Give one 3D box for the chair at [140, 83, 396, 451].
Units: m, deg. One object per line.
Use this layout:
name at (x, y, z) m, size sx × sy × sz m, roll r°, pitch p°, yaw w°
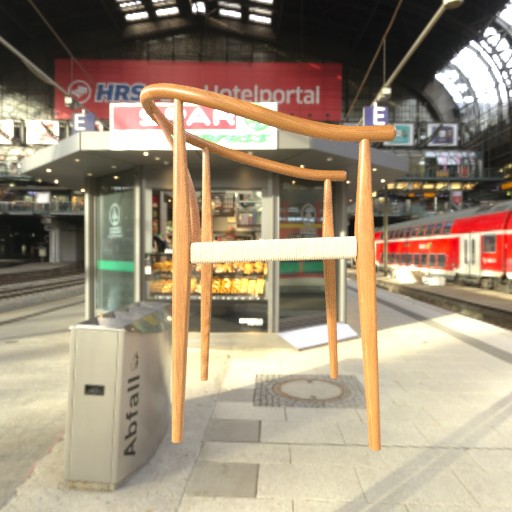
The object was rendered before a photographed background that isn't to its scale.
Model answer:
chair at (0.000, 0.000, 1.177) m, size 0.579 × 0.800 × 0.556 m, roll 0°, pitch 1°, yaw 1°
